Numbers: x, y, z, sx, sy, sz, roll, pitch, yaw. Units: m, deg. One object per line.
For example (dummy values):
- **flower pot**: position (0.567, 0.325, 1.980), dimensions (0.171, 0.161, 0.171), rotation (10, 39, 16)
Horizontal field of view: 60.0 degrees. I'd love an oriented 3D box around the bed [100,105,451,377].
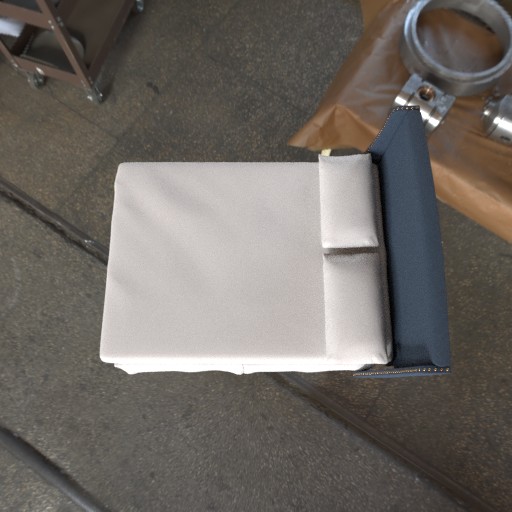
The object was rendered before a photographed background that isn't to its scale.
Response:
- **bed**: position (0.000, 0.000, 3.276), dimensions (2.237, 1.407, 1.710), rotation (0, 74, 0)
